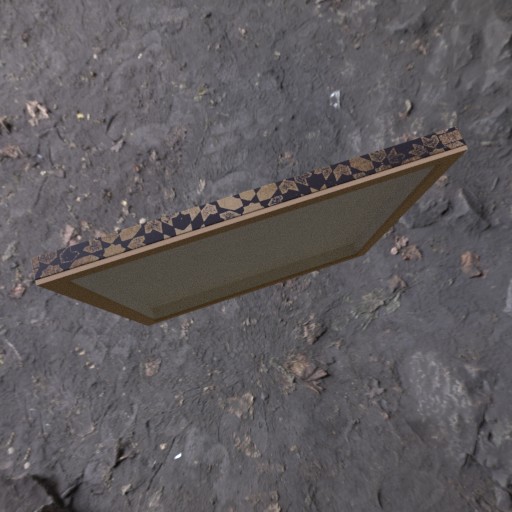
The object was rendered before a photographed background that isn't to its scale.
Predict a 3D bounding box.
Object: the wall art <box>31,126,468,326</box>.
[{"bbox_3d":[0.000,0.000,0.895,0.612,0.612,0.038,-18,77,-4],"label":"wall art"}]
